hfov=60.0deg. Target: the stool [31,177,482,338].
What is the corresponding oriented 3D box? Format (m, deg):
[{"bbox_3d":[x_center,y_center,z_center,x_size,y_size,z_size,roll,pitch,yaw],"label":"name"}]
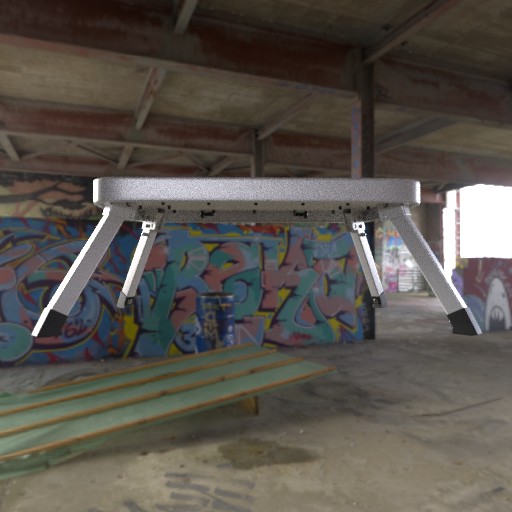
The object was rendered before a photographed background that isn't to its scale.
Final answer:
[{"bbox_3d":[0.000,0.000,0.603,0.460,0.170,0.320,0,-1,-2],"label":"stool"}]
